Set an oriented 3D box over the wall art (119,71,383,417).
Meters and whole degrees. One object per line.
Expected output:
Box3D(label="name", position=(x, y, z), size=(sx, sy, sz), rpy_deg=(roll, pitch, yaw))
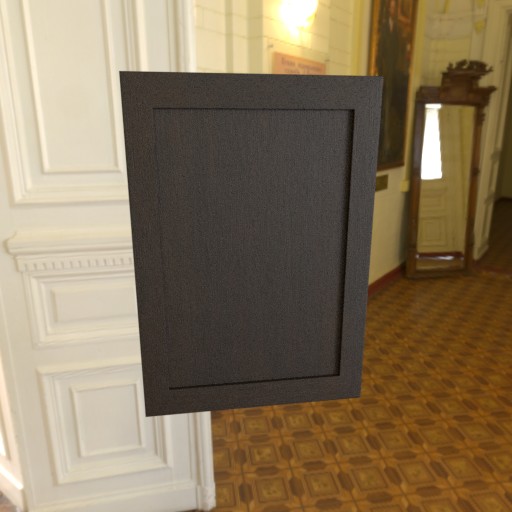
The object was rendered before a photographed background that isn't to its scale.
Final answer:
Box3D(label="wall art", position=(0.000, 0.000, 0.673), size=(0.359, 0.513, 0.017), rpy_deg=(-2, 16, -8))
